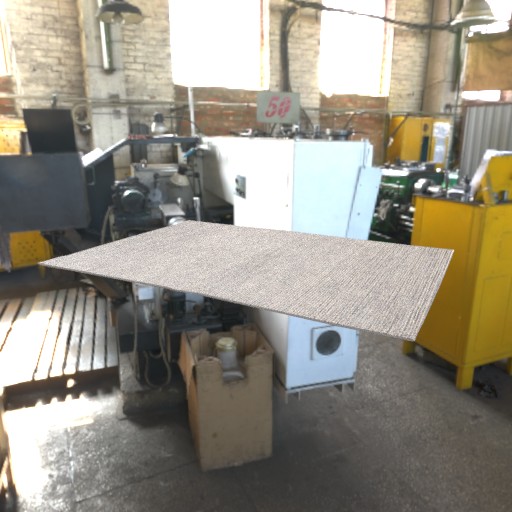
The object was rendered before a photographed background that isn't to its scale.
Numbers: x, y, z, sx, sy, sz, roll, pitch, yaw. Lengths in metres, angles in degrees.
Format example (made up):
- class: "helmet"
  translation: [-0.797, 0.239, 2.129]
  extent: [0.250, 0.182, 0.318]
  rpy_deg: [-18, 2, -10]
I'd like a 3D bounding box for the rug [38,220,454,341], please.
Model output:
- class: "rug"
  translation: [0.000, 0.000, 2.962]
  extent: [2.307, 0.030, 1.604]
  rpy_deg: [8, 18, 27]
